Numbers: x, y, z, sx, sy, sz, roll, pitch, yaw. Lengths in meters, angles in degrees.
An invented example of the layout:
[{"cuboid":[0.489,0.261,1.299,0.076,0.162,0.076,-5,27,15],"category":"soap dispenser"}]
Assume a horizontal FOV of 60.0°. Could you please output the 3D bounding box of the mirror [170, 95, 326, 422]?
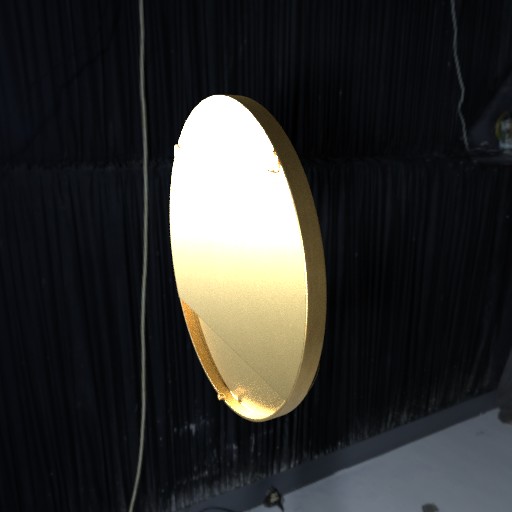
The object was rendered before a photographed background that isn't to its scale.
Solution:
[{"cuboid":[0.000,0.000,0.675,0.133,0.457,0.457,-8,17,-27],"category":"mirror"}]
